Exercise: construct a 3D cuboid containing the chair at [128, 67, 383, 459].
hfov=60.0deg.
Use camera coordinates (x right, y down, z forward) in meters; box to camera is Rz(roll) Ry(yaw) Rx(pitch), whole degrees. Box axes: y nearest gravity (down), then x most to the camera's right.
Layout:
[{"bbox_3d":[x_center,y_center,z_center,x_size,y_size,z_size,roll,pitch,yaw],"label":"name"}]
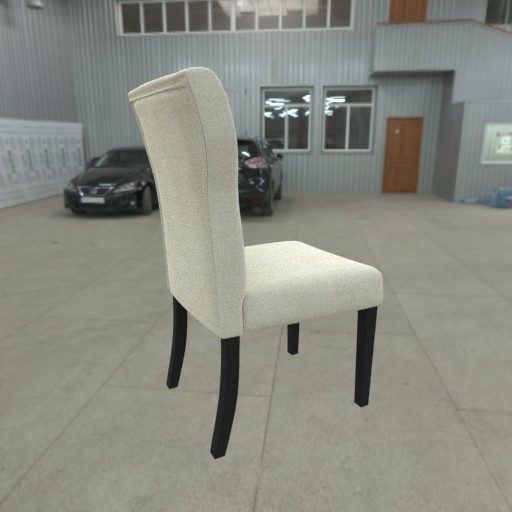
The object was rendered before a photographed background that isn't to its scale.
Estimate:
[{"bbox_3d":[0.000,0.000,1.285,0.597,0.921,0.509,-8,17,-27],"label":"chair"}]
